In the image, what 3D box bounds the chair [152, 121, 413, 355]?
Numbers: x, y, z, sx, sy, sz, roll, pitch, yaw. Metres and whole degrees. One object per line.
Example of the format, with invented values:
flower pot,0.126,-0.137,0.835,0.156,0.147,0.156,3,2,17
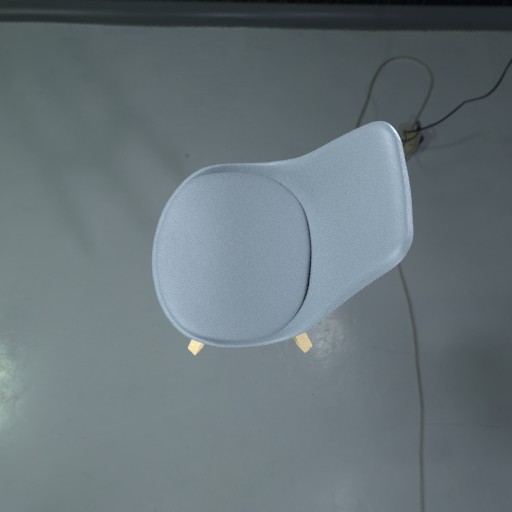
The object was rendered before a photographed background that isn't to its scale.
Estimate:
chair,0.000,0.000,1.181,0.549,0.850,0.485,-1,74,0
